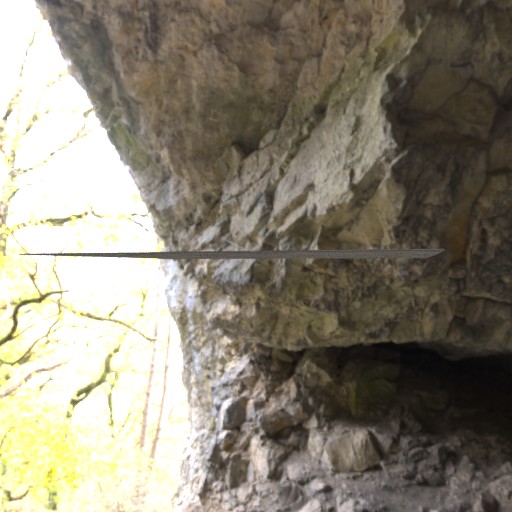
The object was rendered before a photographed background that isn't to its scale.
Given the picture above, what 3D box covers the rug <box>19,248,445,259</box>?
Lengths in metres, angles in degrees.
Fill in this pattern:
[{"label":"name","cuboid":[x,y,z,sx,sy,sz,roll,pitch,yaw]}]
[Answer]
[{"label":"rug","cuboid":[0.000,0.000,4.070,3.040,0.014,2.423,0,-1,18]}]
